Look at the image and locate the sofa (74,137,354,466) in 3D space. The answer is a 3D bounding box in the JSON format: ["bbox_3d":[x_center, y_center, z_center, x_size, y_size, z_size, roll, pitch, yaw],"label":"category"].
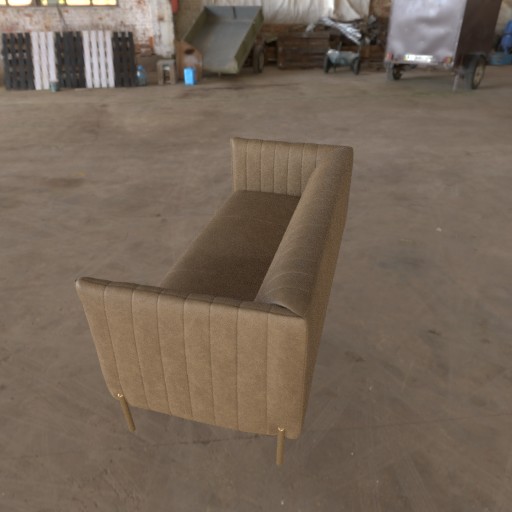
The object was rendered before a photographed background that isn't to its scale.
[{"bbox_3d":[0.000,0.000,2.482,0.876,0.779,1.980,8,32,13],"label":"sofa"}]
